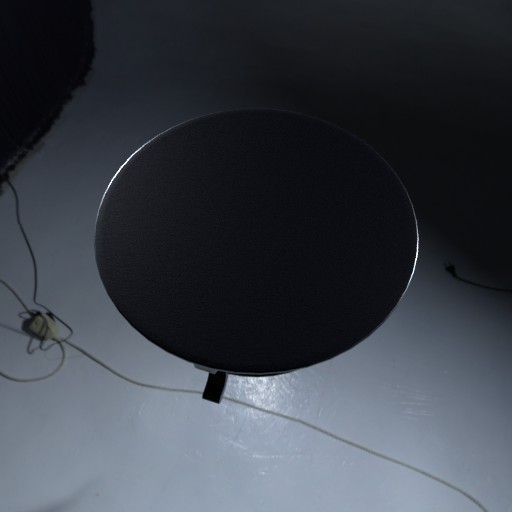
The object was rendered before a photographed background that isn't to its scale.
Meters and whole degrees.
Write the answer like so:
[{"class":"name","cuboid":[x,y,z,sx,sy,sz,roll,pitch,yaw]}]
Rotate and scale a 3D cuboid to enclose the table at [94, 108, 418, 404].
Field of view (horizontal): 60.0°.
[{"class":"table","cuboid":[0.000,0.000,1.630,1.029,0.491,1.029,0,58,0]}]
